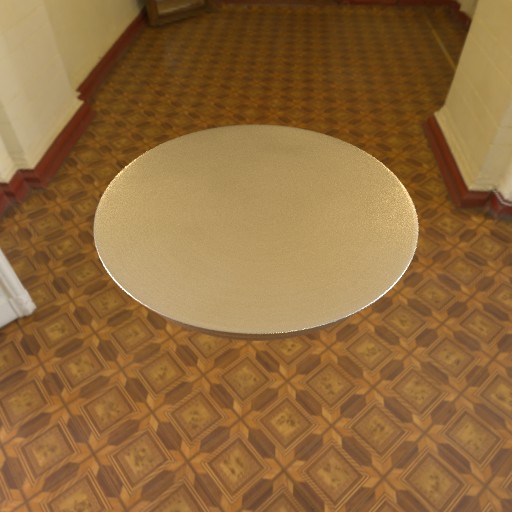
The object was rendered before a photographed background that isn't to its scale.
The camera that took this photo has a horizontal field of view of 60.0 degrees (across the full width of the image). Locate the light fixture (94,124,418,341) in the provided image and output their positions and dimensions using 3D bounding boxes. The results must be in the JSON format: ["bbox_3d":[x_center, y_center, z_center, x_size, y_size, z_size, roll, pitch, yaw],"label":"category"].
[{"bbox_3d":[0.000,0.000,0.441,0.280,0.135,0.280,0,45,0],"label":"light fixture"}]
